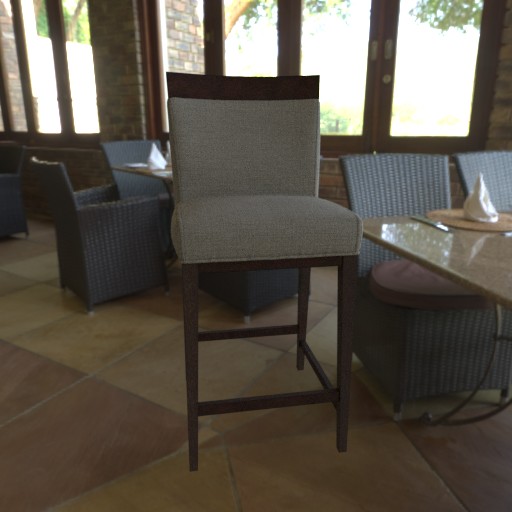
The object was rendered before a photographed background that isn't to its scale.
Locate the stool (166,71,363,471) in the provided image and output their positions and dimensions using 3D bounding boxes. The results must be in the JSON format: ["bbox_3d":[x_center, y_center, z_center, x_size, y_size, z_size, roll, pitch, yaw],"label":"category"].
[{"bbox_3d":[0.000,0.000,1.400,0.511,1.117,0.531,-3,17,-9],"label":"stool"}]
